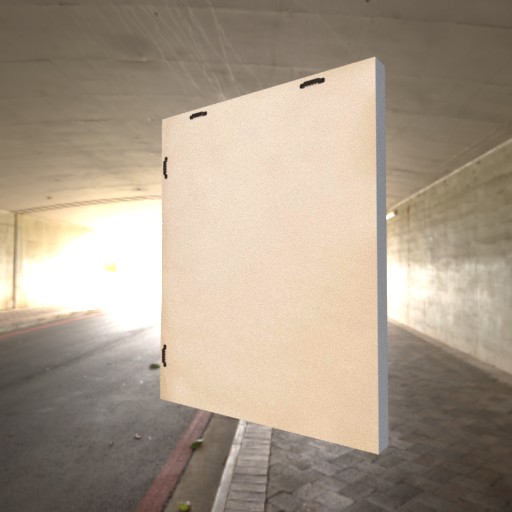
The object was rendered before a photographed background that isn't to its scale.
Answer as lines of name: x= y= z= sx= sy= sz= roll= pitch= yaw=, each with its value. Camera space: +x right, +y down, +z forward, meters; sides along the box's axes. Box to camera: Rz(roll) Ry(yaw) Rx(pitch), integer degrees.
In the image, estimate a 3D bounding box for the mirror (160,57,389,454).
mirror: x=0.000 y=0.000 z=0.697 sx=0.405 sy=0.508 sz=0.041 roll=-1 pitch=-2 yaw=36
